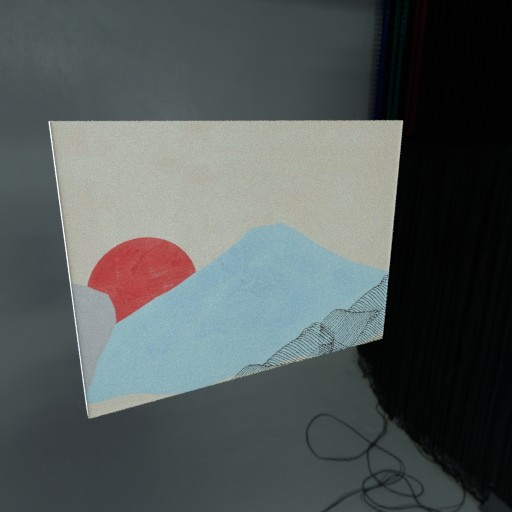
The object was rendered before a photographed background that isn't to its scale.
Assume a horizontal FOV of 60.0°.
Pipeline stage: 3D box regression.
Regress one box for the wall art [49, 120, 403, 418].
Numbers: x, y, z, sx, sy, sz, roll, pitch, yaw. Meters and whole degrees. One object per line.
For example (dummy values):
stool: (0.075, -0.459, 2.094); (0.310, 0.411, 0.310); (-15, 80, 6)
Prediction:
wall art: (0.000, 0.000, 1.563); (1.219, 0.912, 0.042); (-8, 19, -25)
